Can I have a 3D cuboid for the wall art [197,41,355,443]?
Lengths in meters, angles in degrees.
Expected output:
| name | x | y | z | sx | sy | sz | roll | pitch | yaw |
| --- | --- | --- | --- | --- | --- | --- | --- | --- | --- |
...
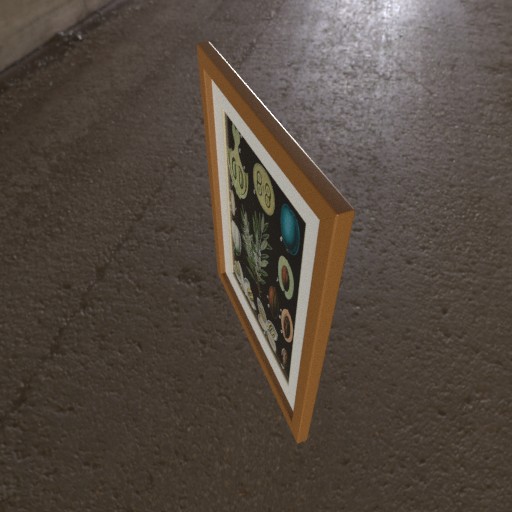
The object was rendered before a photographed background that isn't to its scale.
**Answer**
| name | x | y | z | sx | sy | sz | roll | pitch | yaw |
| --- | --- | --- | --- | --- | --- | --- | --- | --- | --- |
| wall art | 0.000 | 0.000 | 0.758 | 0.021 | 0.550 | 0.449 | -16 | 48 | -15 |
